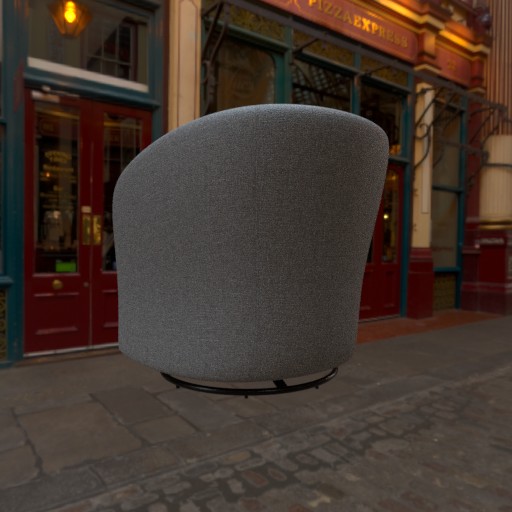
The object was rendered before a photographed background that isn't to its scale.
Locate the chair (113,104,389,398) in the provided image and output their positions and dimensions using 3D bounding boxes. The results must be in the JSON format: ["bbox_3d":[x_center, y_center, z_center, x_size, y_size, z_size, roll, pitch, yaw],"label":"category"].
[{"bbox_3d":[0.000,0.000,1.469,0.791,0.771,0.815,-1,1,-37],"label":"chair"}]
